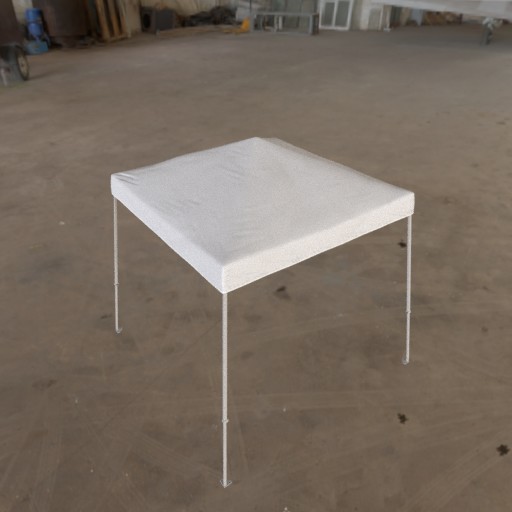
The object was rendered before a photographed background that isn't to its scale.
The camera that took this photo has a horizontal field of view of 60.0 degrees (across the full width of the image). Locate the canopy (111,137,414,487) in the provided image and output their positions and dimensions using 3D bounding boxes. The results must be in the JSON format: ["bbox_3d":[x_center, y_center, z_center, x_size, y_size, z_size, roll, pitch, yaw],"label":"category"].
[{"bbox_3d":[0.000,0.000,5.260,2.848,2.849,2.849,-21,38,-30],"label":"canopy"}]
